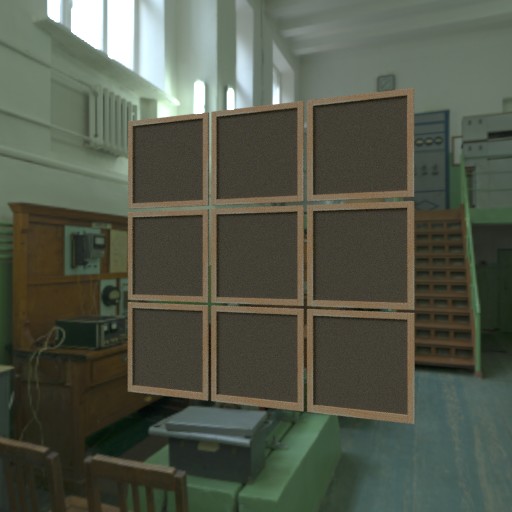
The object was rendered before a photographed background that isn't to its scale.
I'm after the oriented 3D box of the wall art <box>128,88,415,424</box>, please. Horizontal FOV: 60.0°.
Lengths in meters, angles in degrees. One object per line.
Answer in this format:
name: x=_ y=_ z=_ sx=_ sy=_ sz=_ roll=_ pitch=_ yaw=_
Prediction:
wall art: x=0.000 y=0.000 z=1.807 sx=1.216 sy=1.218 sz=0.013 roll=0 pitch=0 yaw=19
